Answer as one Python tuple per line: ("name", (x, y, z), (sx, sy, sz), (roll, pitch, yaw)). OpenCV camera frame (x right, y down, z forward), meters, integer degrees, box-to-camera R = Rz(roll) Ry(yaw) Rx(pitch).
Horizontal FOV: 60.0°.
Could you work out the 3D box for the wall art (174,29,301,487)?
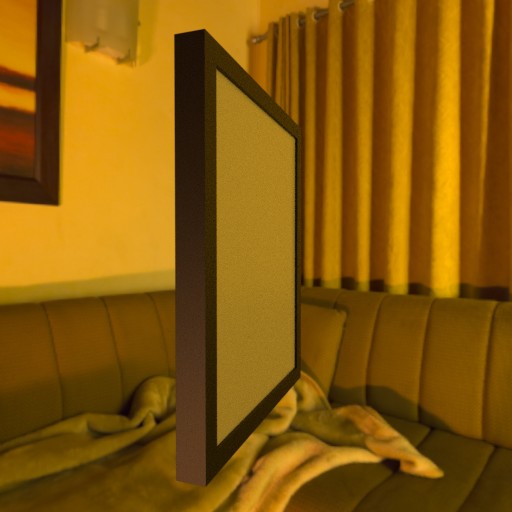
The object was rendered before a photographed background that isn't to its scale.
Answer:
("wall art", (0.000, 0.000, 0.528), (0.029, 0.381, 0.330), (0, 1, 20))
